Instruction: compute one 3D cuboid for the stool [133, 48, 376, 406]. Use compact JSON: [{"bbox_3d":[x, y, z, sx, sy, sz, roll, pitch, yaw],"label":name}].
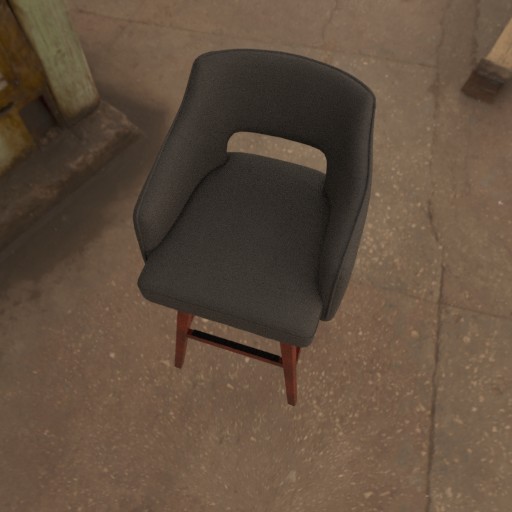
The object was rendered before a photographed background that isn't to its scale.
[{"bbox_3d":[0.000,0.000,1.342,0.548,1.012,0.558,16,60,9],"label":"stool"}]
